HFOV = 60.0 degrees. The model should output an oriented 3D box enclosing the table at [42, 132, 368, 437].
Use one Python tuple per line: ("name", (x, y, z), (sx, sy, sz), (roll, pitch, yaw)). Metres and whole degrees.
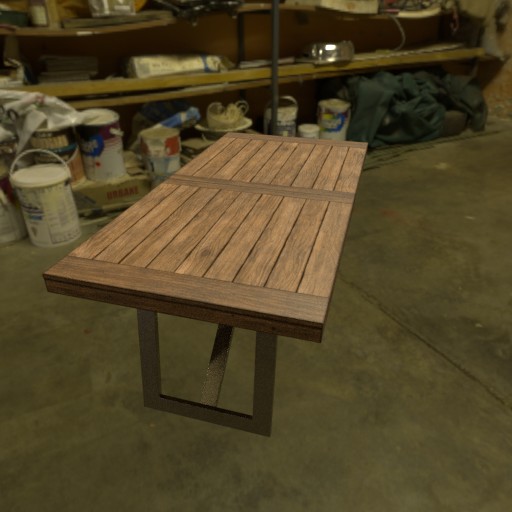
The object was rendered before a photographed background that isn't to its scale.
("table", (0.000, 0.000, 2.318), (0.931, 0.757, 1.867), (8, 31, 14))
